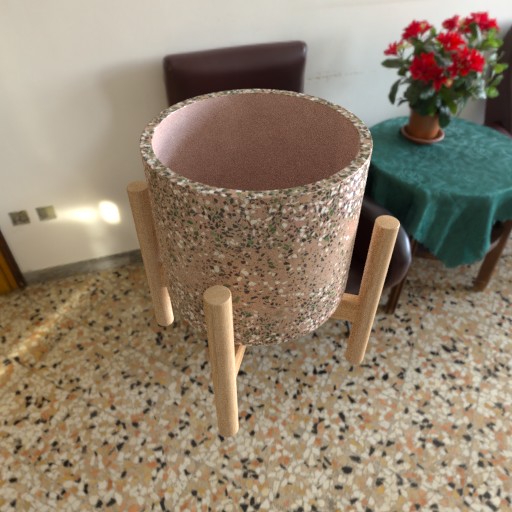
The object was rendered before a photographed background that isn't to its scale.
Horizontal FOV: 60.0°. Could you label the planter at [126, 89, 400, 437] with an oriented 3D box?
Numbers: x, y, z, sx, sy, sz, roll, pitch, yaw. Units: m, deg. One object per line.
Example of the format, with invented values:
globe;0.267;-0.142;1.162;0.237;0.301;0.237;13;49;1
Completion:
planter;0.000;0.000;0.537;0.284;0.320;0.284;26;48;26
